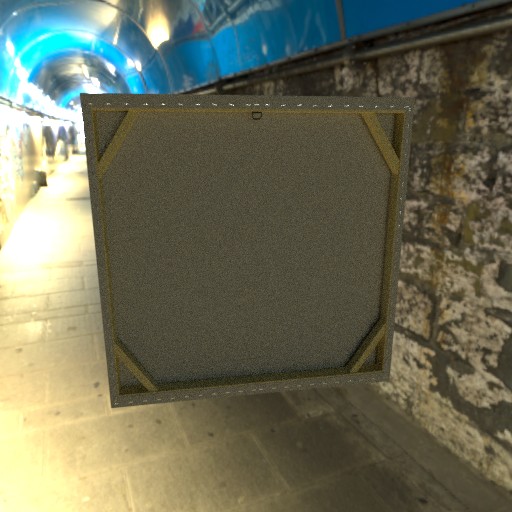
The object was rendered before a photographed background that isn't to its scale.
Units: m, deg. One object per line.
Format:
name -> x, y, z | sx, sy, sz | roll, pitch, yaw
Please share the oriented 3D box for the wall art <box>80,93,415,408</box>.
wall art -> 0.000, 0.000, 0.896 | 0.610, 0.610, 0.038 | -3, 16, -9
